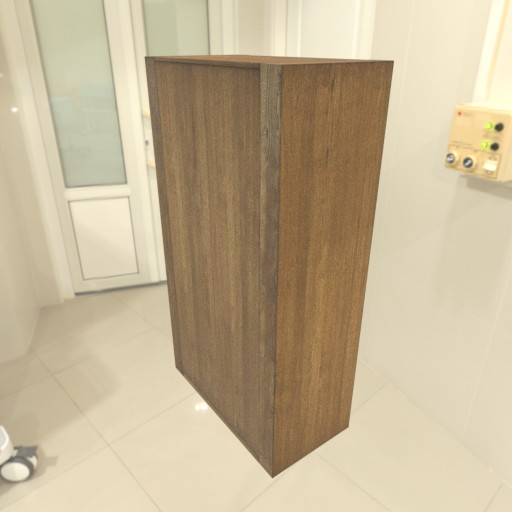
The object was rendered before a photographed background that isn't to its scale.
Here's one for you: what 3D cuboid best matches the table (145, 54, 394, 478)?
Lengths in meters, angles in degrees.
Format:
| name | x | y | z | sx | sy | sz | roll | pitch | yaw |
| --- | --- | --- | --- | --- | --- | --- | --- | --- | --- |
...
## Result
| name | x | y | z | sx | sy | sz | roll | pitch | yaw |
| --- | --- | --- | --- | --- | --- | --- | --- | --- | --- |
| table | 0.000 | 0.000 | 2.453 | 0.600 | 2.000 | 1.100 | -18 | 31 | -32 |
